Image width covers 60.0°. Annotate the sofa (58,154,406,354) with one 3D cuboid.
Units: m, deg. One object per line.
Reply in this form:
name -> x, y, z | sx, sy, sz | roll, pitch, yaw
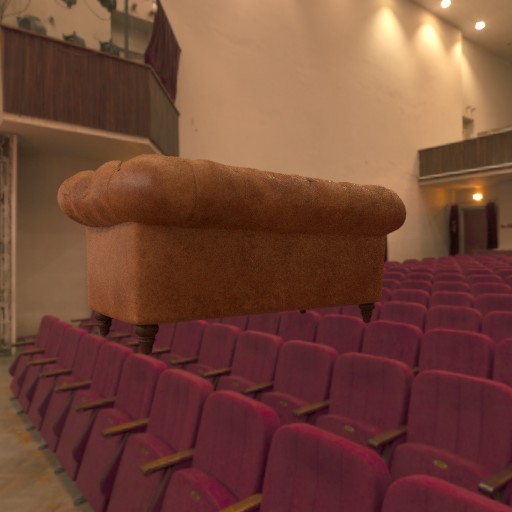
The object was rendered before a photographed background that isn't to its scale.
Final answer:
sofa -> 0.000, 0.000, 2.581 | 1.979, 0.877, 1.042 | 0, 0, -37
